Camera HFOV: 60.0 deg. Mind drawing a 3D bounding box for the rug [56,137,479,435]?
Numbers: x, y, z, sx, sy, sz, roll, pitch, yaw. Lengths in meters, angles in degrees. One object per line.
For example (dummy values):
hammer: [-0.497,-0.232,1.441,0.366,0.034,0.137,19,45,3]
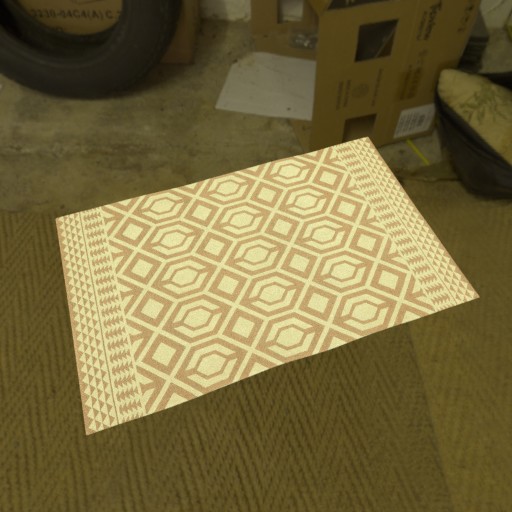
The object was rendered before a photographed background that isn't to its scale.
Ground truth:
rug: [0.000,0.000,2.936,2.435,0.011,1.526,-17,59,-10]
